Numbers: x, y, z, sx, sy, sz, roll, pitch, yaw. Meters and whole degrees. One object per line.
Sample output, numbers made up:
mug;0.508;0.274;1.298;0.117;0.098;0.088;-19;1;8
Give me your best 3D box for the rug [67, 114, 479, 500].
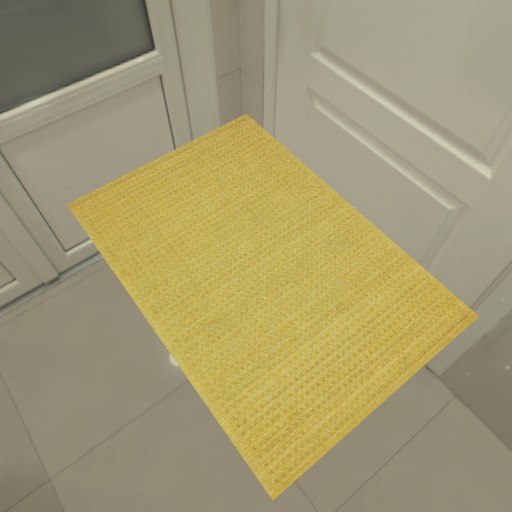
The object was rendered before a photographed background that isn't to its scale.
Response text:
rug;0.000;0.000;3.614;1.981;0.006;2.895;-33;63;-20
